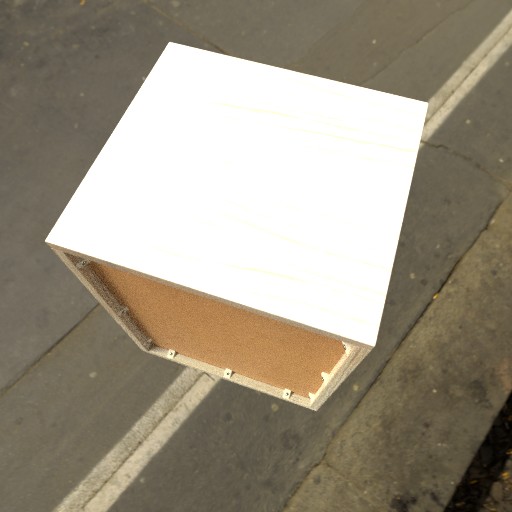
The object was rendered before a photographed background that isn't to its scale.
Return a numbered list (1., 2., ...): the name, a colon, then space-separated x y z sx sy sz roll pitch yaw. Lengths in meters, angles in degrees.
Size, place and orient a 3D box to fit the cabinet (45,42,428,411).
1. cabinet: 0.000 0.000 0.855 0.409 0.579 0.401 17 65 8
